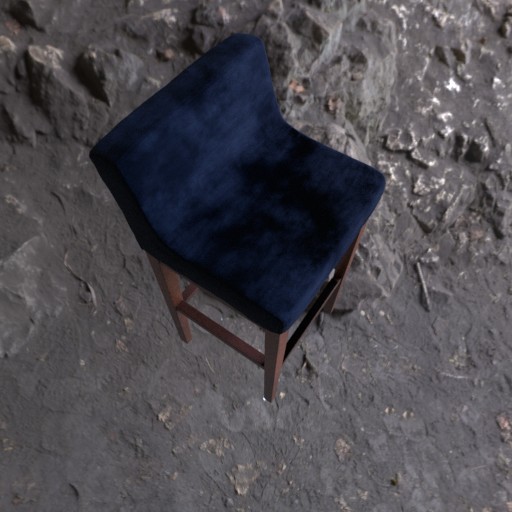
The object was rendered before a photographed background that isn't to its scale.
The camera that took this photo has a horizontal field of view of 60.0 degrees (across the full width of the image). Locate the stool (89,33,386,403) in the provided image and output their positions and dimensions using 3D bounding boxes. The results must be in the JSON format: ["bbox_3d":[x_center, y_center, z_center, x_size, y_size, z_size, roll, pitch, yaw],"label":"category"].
[{"bbox_3d":[0.000,0.000,1.338,0.500,1.037,0.511,31,63,17],"label":"stool"}]
